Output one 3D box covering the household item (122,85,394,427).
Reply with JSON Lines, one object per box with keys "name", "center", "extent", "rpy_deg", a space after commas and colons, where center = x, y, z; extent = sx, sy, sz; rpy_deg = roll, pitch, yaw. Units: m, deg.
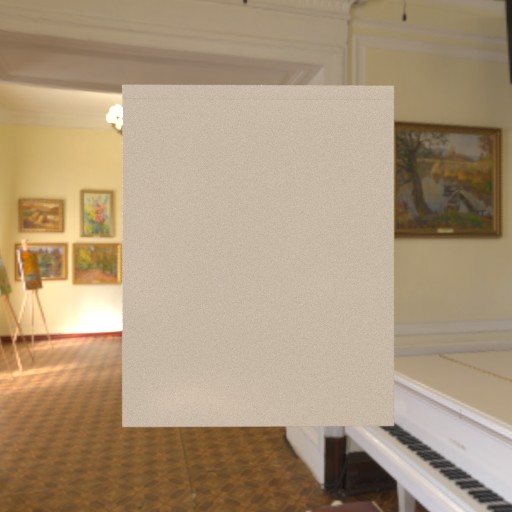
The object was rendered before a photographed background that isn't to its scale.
{"name": "household item", "center": [0.000, 0.000, 1.521], "extent": [0.597, 0.749, 1.100], "rpy_deg": [0, 0, -1]}
